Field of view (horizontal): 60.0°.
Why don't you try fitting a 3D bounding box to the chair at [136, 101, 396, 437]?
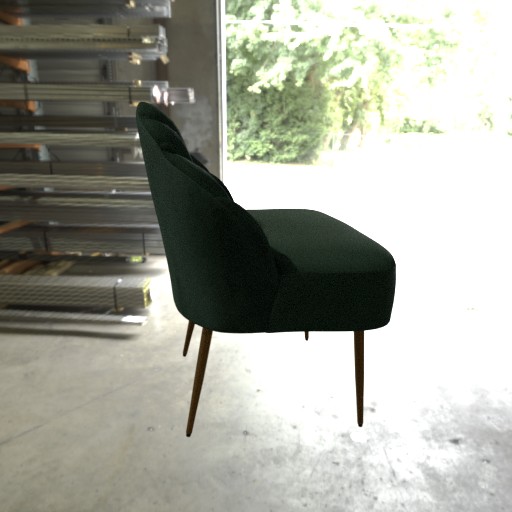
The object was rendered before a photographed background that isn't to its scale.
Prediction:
[{"bbox_3d":[0.000,0.000,1.252,0.599,0.819,0.657,-3,17,-10],"label":"chair"}]
